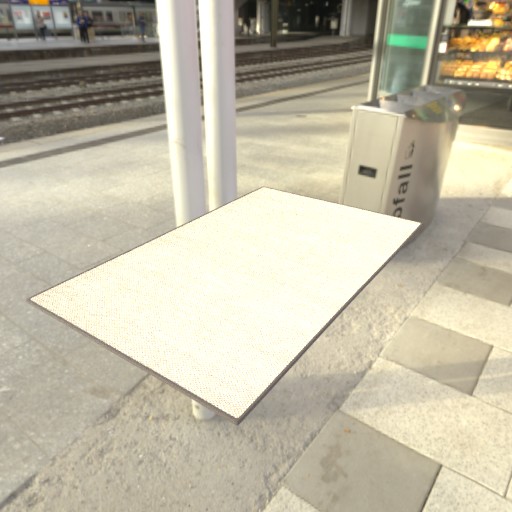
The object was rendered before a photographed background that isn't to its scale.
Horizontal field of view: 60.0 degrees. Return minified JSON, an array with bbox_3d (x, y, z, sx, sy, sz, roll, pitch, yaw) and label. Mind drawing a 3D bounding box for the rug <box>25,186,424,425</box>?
[{"bbox_3d":[0.000,0.000,2.086,1.067,0.013,1.676,18,33,31],"label":"rug"}]
